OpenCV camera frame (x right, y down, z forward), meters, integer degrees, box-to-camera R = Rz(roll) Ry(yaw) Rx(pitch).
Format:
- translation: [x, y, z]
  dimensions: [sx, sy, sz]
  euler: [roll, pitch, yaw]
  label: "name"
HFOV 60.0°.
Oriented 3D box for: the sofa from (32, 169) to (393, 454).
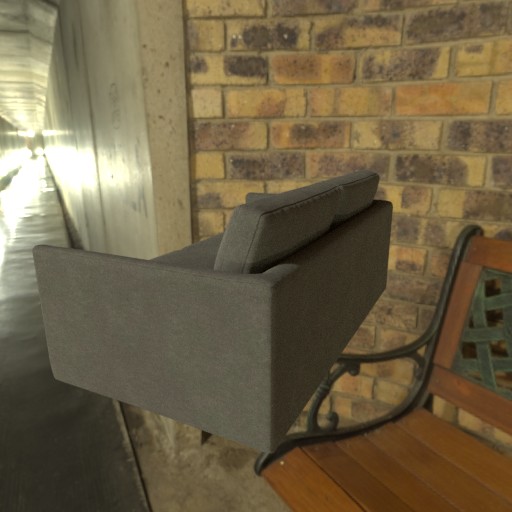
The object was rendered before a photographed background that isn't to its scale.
- translation: [0.000, 0.000, 2.429]
  dimensions: [1.091, 0.845, 1.909]
  euler: [8, 17, 26]
  label: "sofa"
